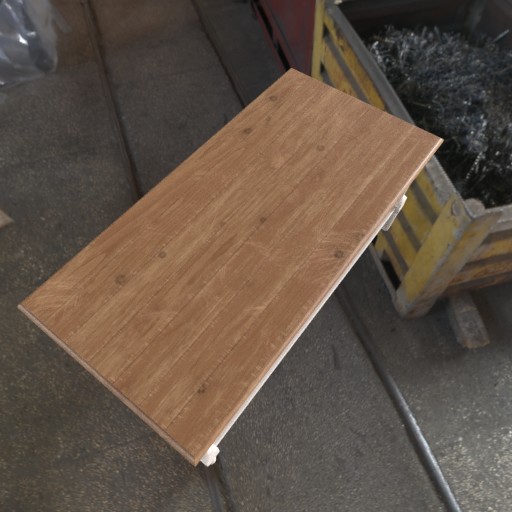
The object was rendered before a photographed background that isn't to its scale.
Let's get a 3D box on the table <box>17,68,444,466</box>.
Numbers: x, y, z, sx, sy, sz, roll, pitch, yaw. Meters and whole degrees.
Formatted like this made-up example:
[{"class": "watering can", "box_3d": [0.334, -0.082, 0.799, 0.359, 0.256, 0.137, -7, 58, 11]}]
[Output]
[{"class": "table", "box_3d": [0.000, 0.000, 1.368, 0.559, 0.458, 1.118, 33, 64, 19]}]
